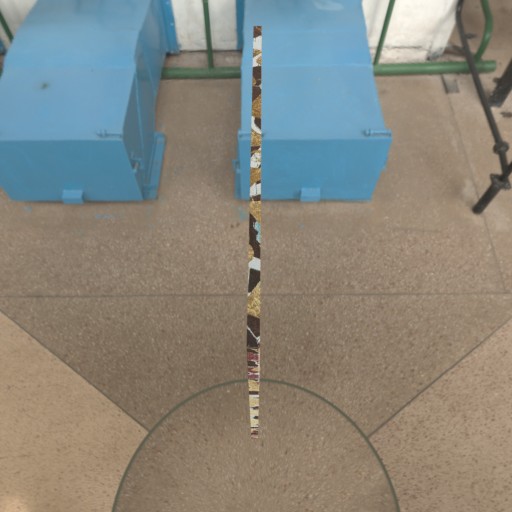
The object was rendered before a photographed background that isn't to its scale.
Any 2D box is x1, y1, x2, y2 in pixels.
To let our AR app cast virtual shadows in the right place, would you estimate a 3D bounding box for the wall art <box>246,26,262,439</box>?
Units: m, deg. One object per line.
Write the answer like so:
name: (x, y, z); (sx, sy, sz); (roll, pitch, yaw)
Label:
wall art: (0.000, 0.000, 0.604); (0.010, 0.406, 0.404); (0, 59, 0)
